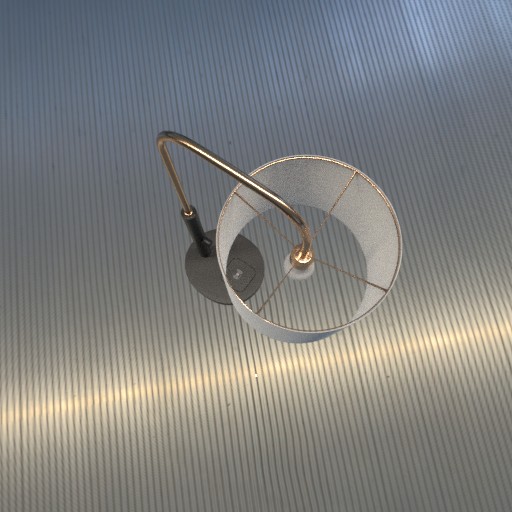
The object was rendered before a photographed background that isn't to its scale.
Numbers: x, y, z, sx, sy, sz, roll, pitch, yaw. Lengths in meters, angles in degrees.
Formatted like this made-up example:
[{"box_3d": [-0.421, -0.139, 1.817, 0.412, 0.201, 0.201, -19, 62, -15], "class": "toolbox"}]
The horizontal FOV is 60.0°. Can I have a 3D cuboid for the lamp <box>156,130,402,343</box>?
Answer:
[{"box_3d": [0.000, 0.000, 0.693, 0.337, 0.540, 0.199, 34, 78, 9], "class": "lamp"}]
